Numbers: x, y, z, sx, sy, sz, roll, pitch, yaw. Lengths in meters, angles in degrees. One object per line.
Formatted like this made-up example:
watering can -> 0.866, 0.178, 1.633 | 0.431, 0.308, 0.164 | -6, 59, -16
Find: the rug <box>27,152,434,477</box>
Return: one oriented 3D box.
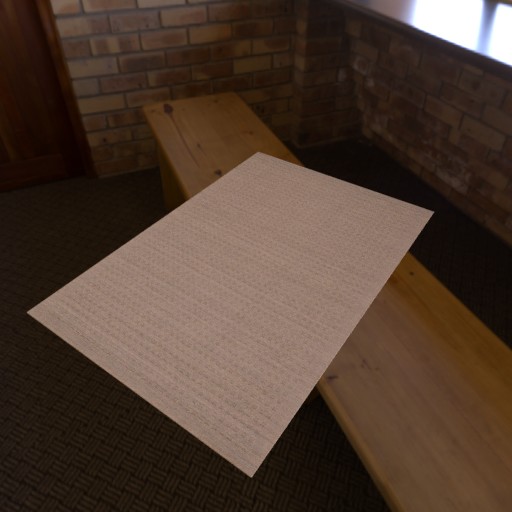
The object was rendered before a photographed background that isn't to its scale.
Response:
rug -> 0.000, 0.000, 3.638 | 1.981, 0.006, 2.895 | 25, 47, 26
